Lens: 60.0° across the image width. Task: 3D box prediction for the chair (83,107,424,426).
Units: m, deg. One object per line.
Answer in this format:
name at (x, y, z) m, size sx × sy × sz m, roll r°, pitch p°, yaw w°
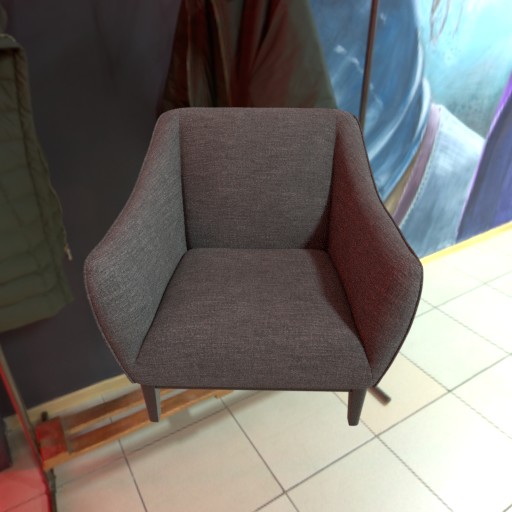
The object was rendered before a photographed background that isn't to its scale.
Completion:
chair at (0.000, 0.000, 1.525) m, size 0.870 × 0.829 × 0.851 m, roll 1°, pitch 31°, yaw 1°
